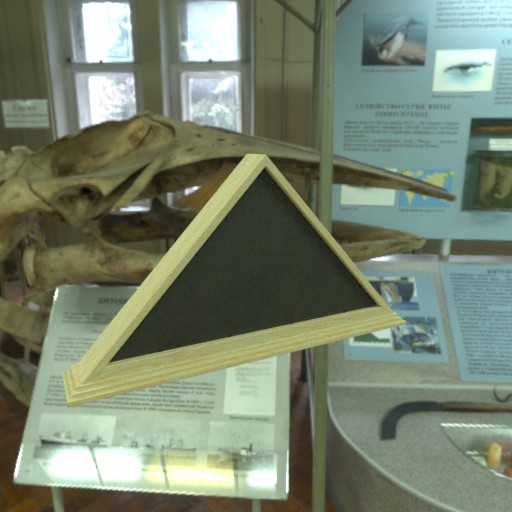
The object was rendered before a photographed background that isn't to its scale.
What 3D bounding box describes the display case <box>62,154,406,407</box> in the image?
[{"bbox_3d":[0.000,0.000,0.760,0.640,0.340,0.095,-7,16,-26],"label":"display case"}]
